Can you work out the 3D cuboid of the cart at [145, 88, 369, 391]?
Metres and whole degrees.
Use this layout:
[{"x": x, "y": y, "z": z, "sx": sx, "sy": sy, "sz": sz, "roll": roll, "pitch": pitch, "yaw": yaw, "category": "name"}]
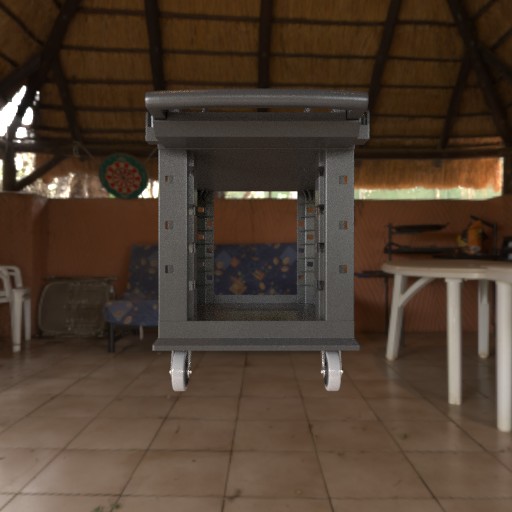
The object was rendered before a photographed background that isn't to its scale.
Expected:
[{"x": 0.000, "y": 0.000, "z": 1.733, "sx": 0.674, "sy": 0.884, "sz": 1.239, "roll": 0, "pitch": 0, "yaw": 0, "category": "cart"}]
